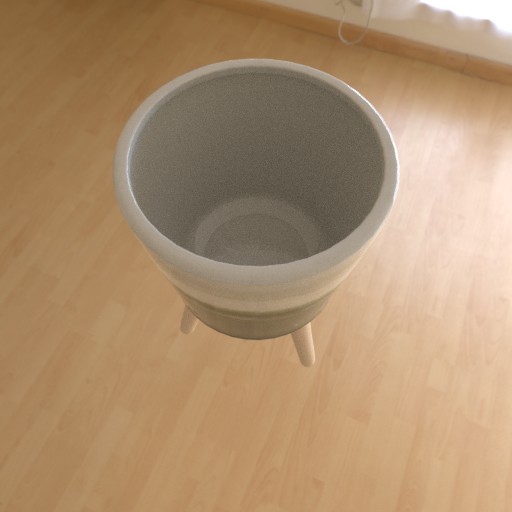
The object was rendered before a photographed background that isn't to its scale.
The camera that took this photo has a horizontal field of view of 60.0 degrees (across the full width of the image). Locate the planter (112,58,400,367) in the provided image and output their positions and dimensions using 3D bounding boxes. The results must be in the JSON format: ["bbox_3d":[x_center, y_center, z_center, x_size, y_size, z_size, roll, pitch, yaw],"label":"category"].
[{"bbox_3d":[0.000,0.000,0.479,0.217,0.331,0.217,-1,62,-1],"label":"planter"}]
